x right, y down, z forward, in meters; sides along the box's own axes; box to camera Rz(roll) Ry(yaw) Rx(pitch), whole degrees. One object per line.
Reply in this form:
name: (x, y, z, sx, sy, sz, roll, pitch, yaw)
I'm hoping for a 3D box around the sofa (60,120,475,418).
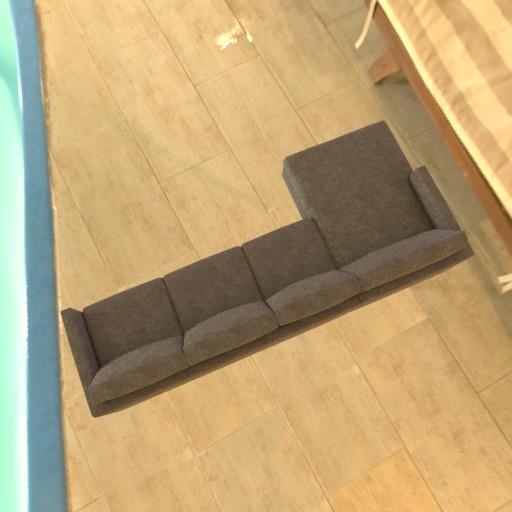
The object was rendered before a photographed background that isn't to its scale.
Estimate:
sofa: (0.000, 0.000, 4.087, 3.471, 0.954, 1.606, -22, 77, -6)
